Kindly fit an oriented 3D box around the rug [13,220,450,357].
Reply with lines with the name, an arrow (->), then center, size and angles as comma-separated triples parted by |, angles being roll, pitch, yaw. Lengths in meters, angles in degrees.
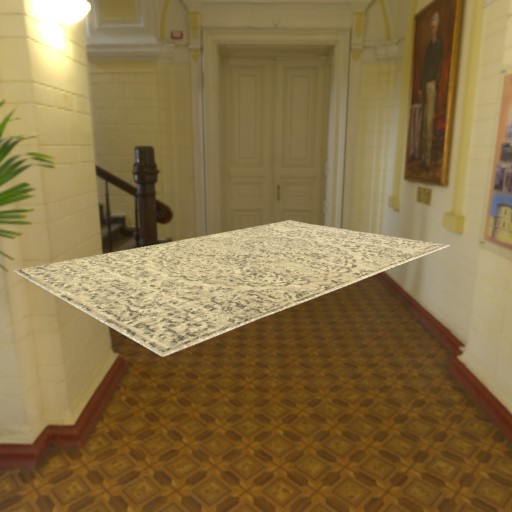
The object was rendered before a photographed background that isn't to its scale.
rug -> 0.000, 0.000, 2.879 | 1.527, 0.021, 2.447 | 13, 19, 43
